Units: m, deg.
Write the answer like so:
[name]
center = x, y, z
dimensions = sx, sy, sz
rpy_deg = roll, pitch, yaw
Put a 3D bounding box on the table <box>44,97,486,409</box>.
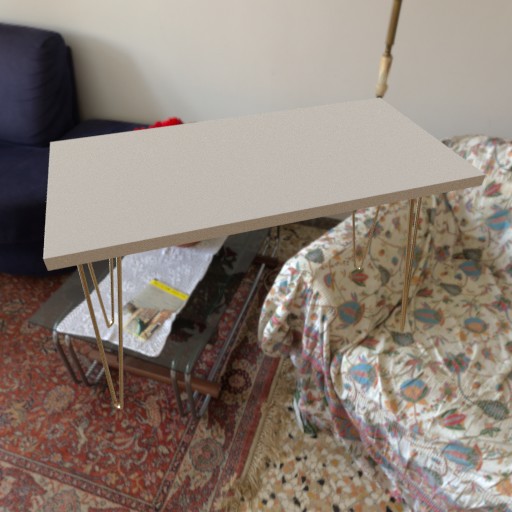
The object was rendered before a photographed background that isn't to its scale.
[table]
center = 0.000, 0.000, 1.334
dimensions = 0.991, 0.660, 0.498
rpy_deg = -12, 42, -13
